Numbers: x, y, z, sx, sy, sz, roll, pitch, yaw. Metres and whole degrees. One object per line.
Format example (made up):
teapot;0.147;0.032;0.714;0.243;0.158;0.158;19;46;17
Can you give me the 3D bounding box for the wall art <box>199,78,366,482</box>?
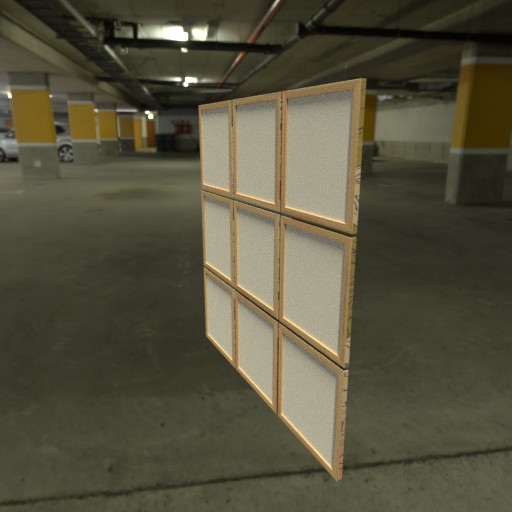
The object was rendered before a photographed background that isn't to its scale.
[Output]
wall art;0.000;0.000;1.344;0.013;0.913;0.904;-8;17;-26
